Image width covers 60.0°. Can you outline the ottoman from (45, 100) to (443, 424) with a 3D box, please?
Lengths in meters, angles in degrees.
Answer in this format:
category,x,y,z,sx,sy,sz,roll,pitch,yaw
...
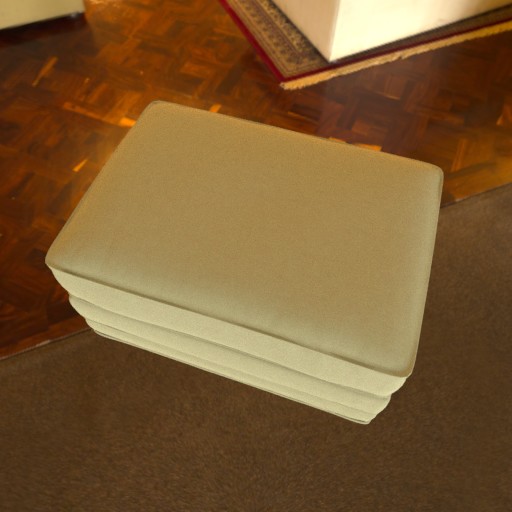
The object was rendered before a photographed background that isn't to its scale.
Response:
category,x,y,z,sx,sy,sz,roll,pitch,yaw
ottoman,0.000,0.000,1.219,0.848,0.482,0.611,16,60,10
